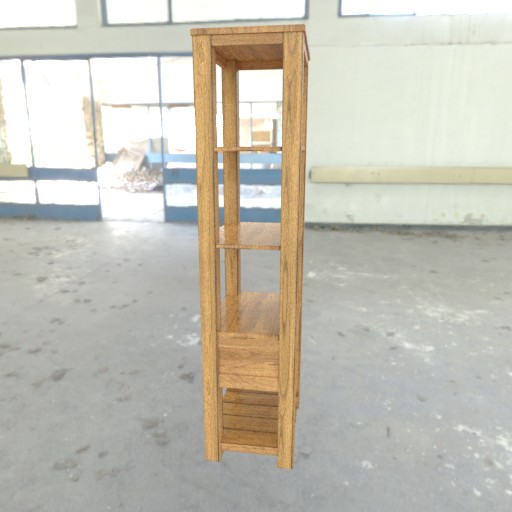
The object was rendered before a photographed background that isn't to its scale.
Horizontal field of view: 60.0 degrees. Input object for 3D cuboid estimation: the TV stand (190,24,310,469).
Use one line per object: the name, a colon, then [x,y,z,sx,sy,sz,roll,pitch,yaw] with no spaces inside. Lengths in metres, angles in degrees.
TV stand: [0.000,0.000,2.071,0.435,1.828,0.565,2,14,8]
